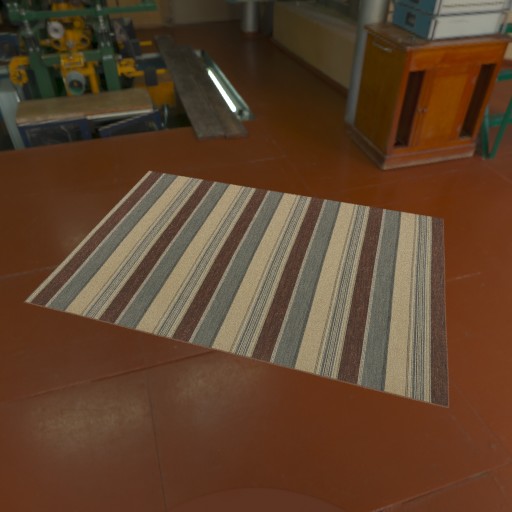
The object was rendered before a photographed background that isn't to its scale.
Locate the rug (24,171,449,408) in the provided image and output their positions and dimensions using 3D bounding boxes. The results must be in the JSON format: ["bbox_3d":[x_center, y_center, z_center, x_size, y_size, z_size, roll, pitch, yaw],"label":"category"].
[{"bbox_3d":[0.000,0.000,2.246,1.829,0.008,1.219,11,42,13],"label":"rug"}]
